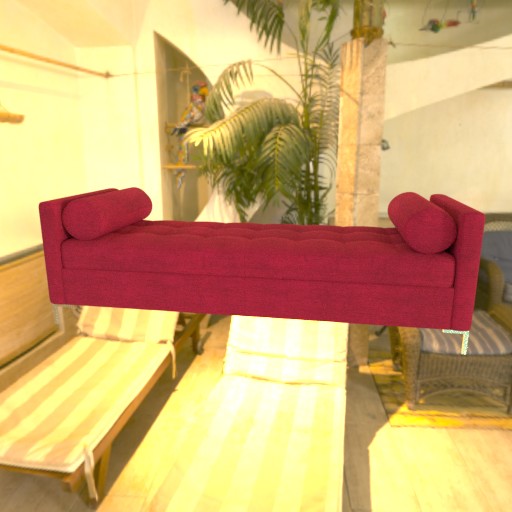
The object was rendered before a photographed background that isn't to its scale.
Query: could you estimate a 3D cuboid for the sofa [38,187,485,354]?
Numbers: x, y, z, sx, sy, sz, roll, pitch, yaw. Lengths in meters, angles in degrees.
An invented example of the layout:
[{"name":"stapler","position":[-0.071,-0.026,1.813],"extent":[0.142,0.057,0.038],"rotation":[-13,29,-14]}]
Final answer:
[{"name":"sofa","position":[0.000,0.000,2.323],"extent":[1.981,0.635,0.686],"rotation":[2,15,10]}]
